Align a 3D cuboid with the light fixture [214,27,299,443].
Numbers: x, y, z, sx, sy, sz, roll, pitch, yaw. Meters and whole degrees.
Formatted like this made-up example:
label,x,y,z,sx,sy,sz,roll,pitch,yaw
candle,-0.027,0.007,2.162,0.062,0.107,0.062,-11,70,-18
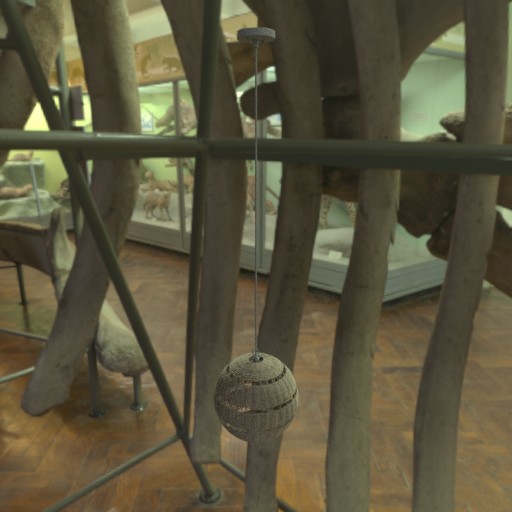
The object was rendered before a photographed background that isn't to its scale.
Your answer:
label,x,y,z,sx,sy,sz,roll,pitch,yaw
light fixture,0.000,0.000,2.190,0.457,2.019,0.457,14,20,42
